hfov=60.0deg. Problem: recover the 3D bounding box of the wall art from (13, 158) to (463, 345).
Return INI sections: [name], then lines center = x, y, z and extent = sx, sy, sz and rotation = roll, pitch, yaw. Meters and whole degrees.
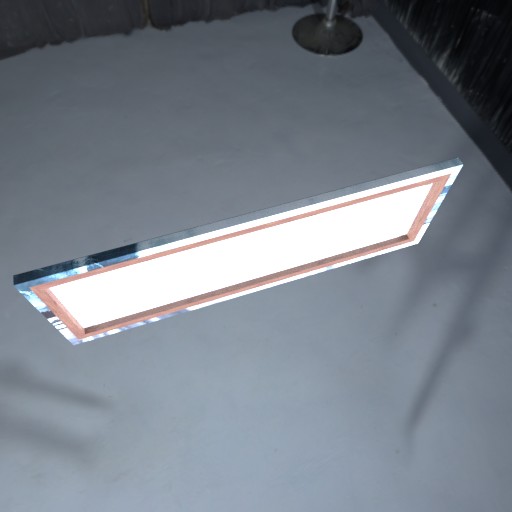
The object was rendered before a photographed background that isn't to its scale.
[wall art]
center = 0.000, 0.000, 1.661
extent = 1.524, 0.509, 0.037
rotation = -16, 60, -9
